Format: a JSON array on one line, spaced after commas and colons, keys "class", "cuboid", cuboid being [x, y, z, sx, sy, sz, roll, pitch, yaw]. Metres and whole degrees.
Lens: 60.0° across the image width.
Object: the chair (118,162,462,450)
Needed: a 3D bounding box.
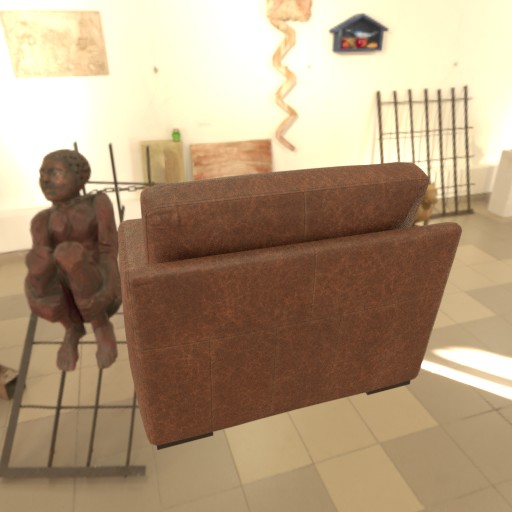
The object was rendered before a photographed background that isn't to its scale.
[{"class": "chair", "cuboid": [0.000, 0.000, 1.939, 1.168, 0.939, 1.143, -8, 28, -16]}]
